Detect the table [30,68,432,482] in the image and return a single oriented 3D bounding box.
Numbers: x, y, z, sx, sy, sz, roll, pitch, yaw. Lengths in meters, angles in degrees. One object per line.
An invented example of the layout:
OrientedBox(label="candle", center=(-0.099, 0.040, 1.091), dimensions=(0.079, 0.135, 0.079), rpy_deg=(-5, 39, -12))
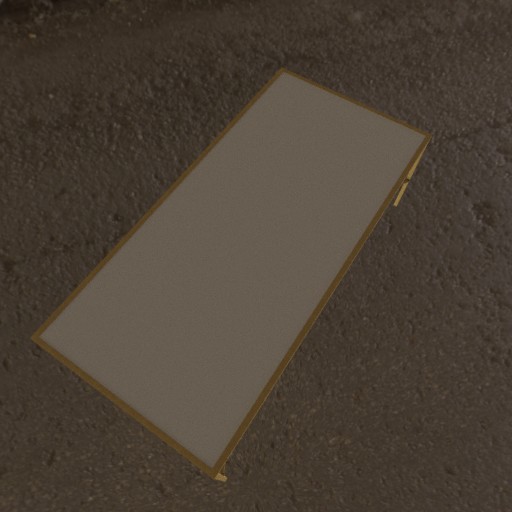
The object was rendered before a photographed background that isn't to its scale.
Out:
OrientedBox(label="table", center=(0.000, 0.000, 1.463), dimensions=(0.580, 0.398, 1.206), rpy_deg=(30, 66, 15))
